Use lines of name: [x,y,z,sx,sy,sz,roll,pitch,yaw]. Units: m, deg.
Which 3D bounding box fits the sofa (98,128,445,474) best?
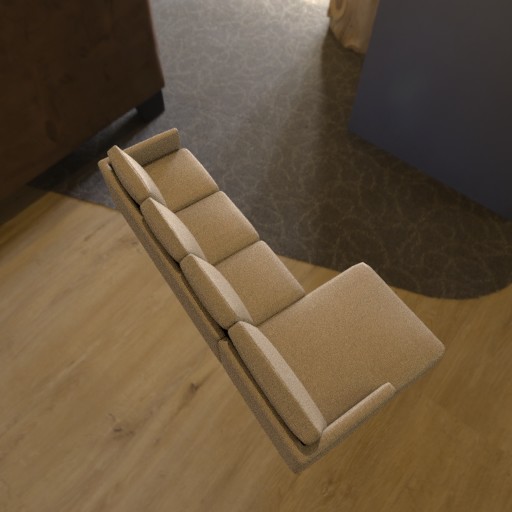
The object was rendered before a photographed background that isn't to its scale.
sofa: [0.000,0.000,3.915,1.502,0.876,3.201,-30,63,-17]
